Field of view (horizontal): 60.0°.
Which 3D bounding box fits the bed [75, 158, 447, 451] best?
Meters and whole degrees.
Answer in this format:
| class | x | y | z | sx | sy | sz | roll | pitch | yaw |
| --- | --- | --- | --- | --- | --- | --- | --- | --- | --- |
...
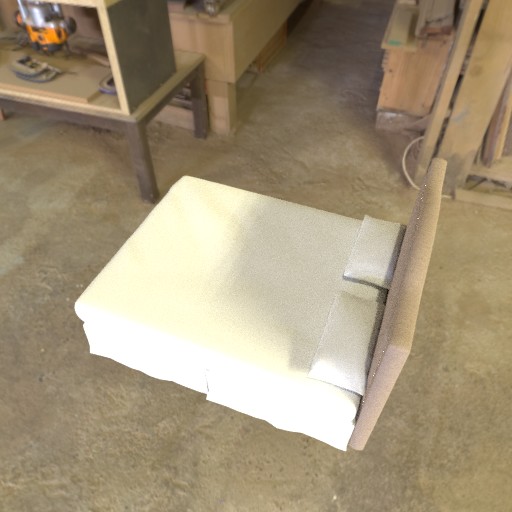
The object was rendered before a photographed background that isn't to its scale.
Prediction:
| class | x | y | z | sx | sy | sz | roll | pitch | yaw |
| --- | --- | --- | --- | --- | --- | --- | --- | --- | --- |
| bed | 0.000 | 0.000 | 3.402 | 2.282 | 1.436 | 1.821 | 17 | 49 | 15 |
